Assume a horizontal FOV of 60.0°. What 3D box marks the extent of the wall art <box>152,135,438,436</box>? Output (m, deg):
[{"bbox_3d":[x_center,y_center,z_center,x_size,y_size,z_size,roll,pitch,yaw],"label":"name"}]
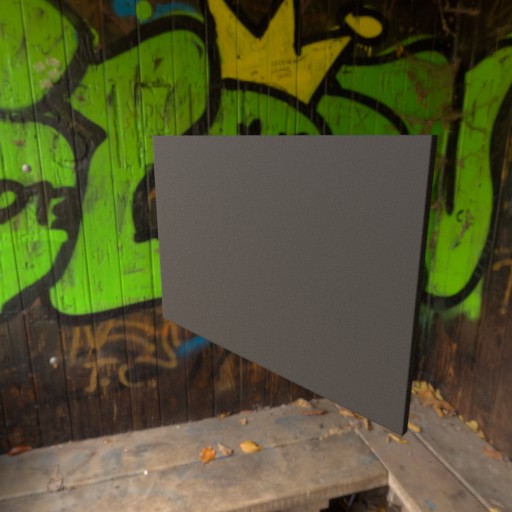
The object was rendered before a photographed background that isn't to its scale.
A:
[{"bbox_3d":[0.000,0.000,1.250,0.026,0.656,0.958,-14,21,-43],"label":"wall art"}]
